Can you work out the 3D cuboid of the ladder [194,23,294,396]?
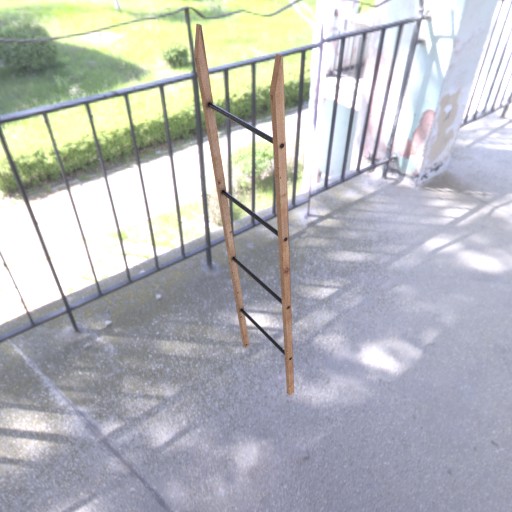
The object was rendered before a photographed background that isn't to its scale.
[{"bbox_3d":[0.000,0.000,1.955,0.200,1.805,0.442,-27,47,-28],"label":"ladder"}]
